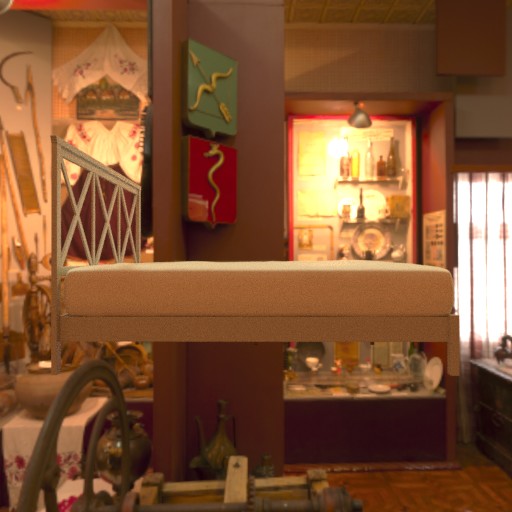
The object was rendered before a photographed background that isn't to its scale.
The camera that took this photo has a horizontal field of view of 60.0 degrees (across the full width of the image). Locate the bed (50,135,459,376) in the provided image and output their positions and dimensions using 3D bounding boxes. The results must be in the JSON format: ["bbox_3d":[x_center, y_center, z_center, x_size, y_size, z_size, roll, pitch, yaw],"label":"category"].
[{"bbox_3d":[0.000,0.000,3.135,2.135,1.253,1.673,0,0,0],"label":"bed"}]
